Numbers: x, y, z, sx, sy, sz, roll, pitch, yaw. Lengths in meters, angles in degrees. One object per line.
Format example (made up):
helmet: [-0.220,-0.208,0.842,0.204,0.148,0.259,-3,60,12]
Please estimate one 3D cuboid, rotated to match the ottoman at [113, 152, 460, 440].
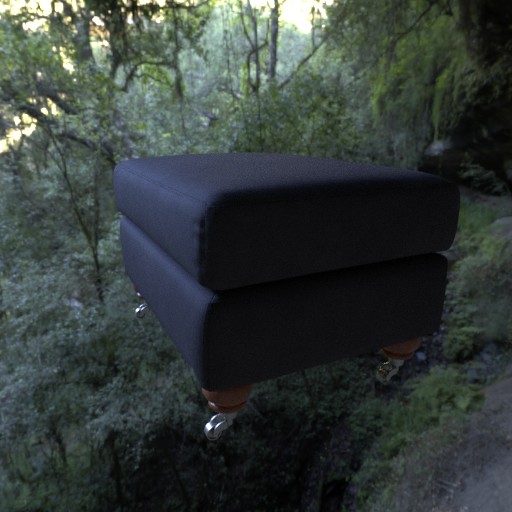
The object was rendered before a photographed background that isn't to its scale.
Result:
ottoman: [0.000,0.000,1.132,0.574,0.497,0.773,-8,19,-26]
